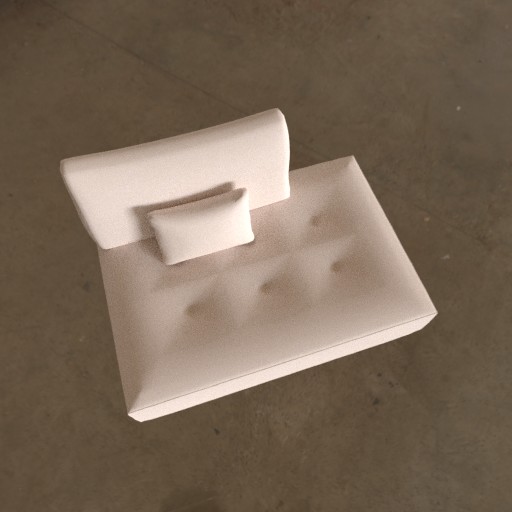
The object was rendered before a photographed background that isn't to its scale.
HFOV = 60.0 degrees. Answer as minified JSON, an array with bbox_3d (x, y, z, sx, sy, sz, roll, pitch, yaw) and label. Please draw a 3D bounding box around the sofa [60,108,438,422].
[{"bbox_3d":[0.000,0.000,2.079,1.450,0.820,1.000,-16,64,-8],"label":"sofa"}]
